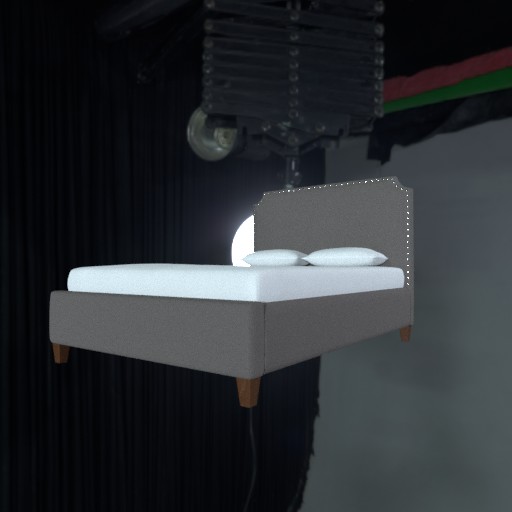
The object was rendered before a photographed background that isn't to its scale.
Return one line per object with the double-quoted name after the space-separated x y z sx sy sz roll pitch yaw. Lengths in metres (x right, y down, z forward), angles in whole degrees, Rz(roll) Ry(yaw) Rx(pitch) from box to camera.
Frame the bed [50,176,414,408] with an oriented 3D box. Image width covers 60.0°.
0.000 0.000 3.415 1.713 1.443 2.372 -1 -2 36 "bed"
